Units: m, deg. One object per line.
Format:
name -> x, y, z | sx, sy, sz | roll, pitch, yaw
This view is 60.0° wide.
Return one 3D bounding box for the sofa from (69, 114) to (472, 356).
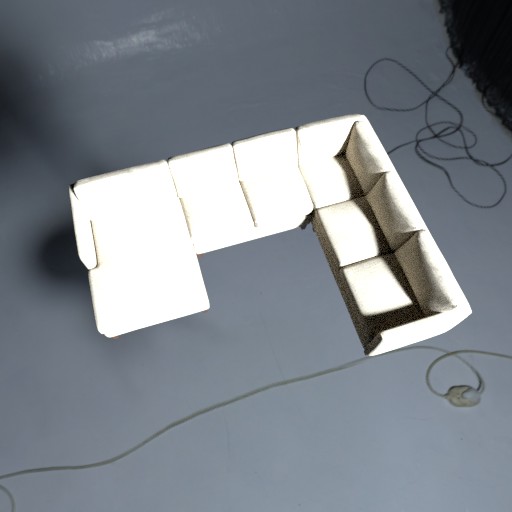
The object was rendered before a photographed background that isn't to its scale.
sofa -> 0.000, 0.000, 4.642 | 3.460, 0.959, 2.593 | -15, 65, -7
